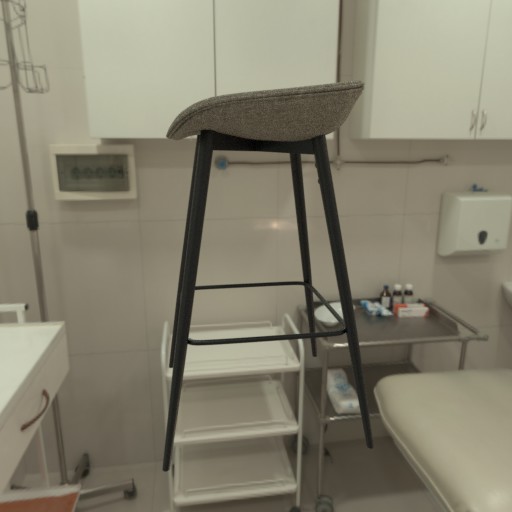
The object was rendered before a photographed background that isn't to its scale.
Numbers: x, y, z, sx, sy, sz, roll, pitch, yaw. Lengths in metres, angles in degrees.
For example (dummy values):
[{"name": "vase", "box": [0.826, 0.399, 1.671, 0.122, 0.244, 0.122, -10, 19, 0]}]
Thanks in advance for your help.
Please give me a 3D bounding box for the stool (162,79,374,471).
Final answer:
[{"name": "stool", "box": [0.000, 0.000, 1.105, 0.480, 0.814, 0.469, -2, 15, -9]}]
